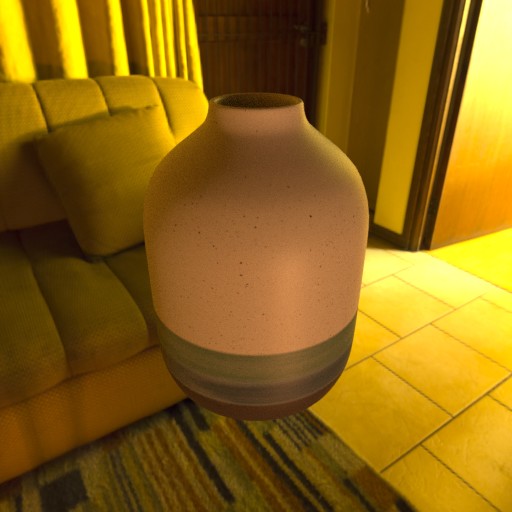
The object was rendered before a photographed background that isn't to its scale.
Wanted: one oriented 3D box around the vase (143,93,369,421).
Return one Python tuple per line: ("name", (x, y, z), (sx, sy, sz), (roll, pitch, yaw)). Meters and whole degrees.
("vase", (0.000, 0.000, 0.357), (0.169, 0.240, 0.169), (0, 29, 0))
